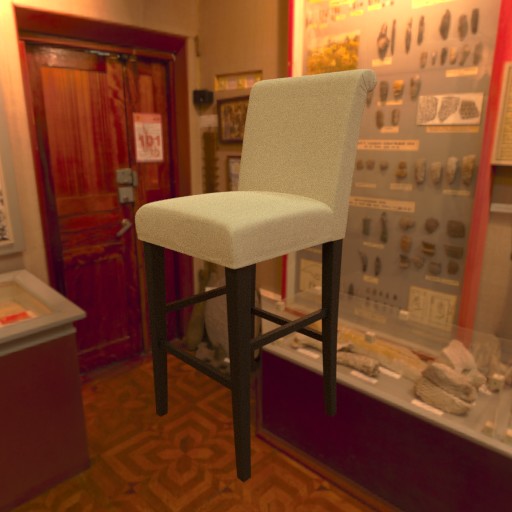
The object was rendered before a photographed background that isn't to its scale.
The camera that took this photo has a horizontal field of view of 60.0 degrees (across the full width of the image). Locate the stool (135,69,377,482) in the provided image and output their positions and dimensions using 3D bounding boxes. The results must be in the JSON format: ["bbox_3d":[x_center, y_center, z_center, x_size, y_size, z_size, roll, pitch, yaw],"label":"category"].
[{"bbox_3d":[0.000,0.000,1.426,0.597,1.124,0.452,-15,21,-43],"label":"stool"}]
